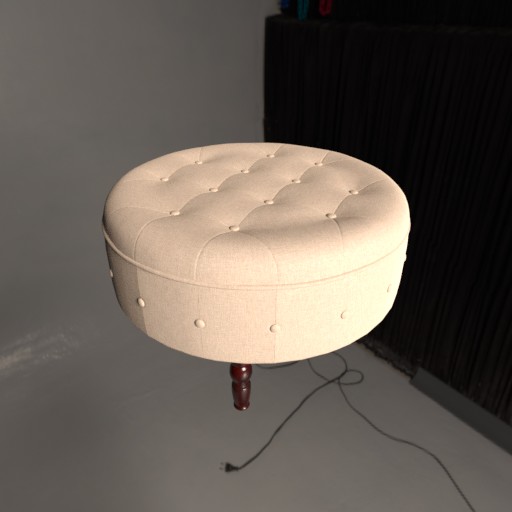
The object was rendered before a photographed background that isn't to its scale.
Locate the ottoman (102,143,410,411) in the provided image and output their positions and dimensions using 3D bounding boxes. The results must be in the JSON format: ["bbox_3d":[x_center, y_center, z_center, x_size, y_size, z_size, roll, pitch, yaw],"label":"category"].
[{"bbox_3d":[0.000,0.000,1.355,0.848,0.494,0.848,0,30,0],"label":"ottoman"}]
